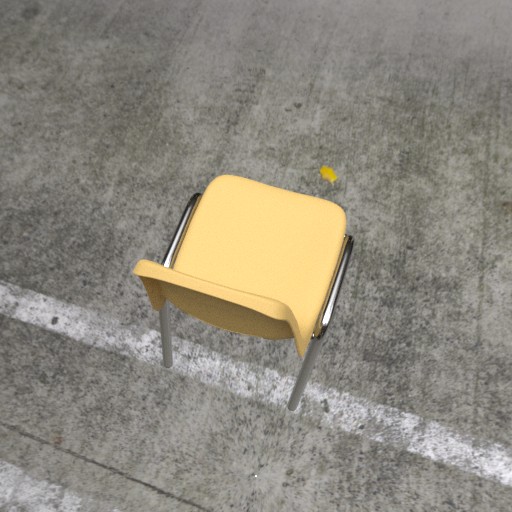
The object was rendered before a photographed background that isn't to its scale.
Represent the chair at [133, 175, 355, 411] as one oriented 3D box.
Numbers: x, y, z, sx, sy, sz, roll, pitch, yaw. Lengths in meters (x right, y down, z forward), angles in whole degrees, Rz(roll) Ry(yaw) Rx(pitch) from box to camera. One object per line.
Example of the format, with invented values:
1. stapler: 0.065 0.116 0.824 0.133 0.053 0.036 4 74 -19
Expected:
1. chair: 0.000 0.000 0.858 0.354 0.586 0.423 17 65 8
